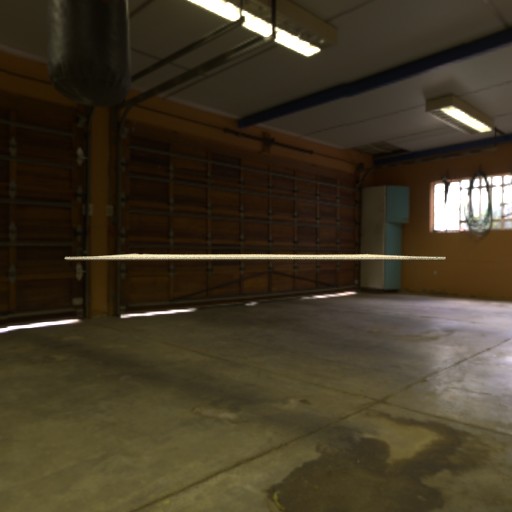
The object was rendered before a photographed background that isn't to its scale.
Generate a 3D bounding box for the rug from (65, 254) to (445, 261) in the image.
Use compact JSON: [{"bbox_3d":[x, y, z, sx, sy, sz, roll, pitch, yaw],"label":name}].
[{"bbox_3d":[0.000,0.000,3.025,1.609,0.030,2.342,0,0,0],"label":"rug"}]
